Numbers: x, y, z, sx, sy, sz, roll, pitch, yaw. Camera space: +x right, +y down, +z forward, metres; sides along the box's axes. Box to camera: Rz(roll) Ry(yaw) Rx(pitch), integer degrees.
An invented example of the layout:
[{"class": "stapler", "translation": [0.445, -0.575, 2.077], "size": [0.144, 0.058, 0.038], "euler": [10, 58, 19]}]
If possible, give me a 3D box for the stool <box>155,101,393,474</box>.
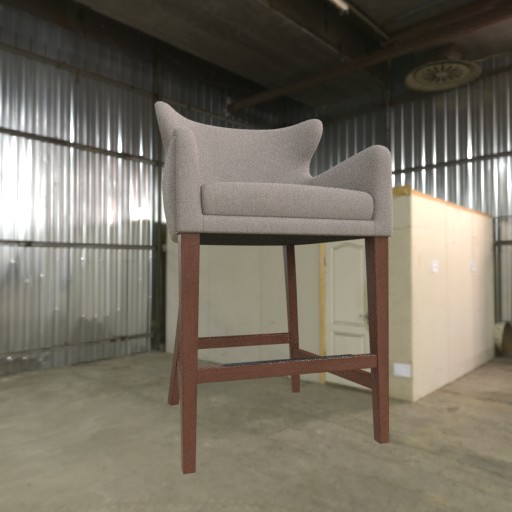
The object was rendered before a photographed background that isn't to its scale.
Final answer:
[{"class": "stool", "translation": [0.000, 0.000, 1.313], "size": [0.575, 0.951, 0.575], "euler": [0, -1, -19]}]
